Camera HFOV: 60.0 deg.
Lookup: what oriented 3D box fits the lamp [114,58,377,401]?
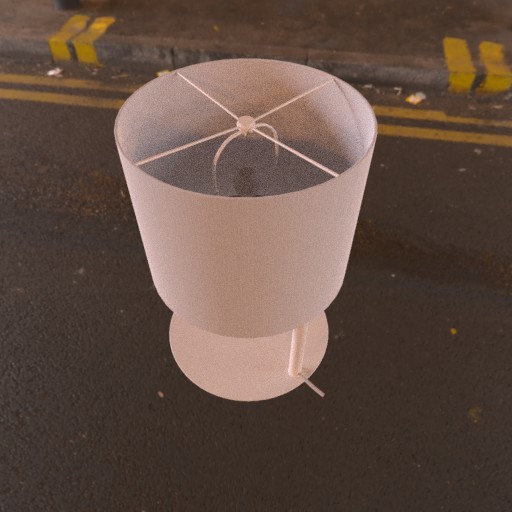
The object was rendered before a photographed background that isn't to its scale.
[{"bbox_3d":[0.000,0.000,0.671,0.299,0.454,0.341,-32,55,-26],"label":"lamp"}]
